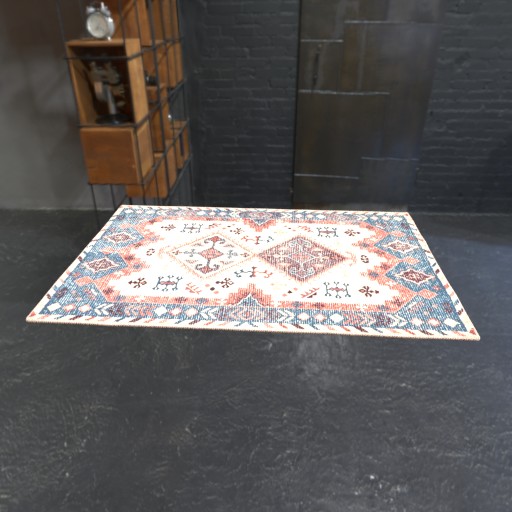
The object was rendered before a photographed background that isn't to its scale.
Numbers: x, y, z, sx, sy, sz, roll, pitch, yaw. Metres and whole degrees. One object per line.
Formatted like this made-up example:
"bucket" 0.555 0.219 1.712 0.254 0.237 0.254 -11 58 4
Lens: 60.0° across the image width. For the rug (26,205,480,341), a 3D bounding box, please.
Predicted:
"rug" 0.000 0.000 2.302 1.840 0.015 1.225 2 29 3
